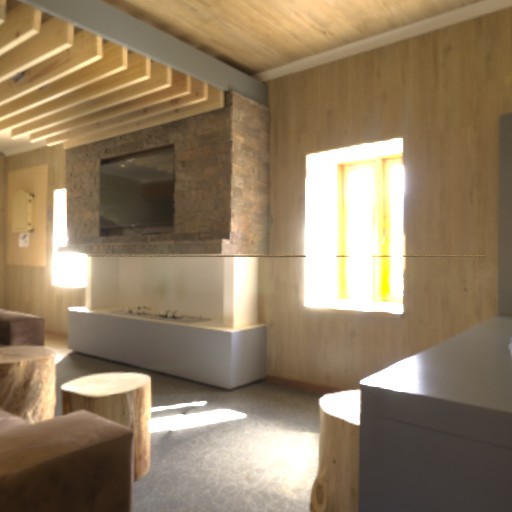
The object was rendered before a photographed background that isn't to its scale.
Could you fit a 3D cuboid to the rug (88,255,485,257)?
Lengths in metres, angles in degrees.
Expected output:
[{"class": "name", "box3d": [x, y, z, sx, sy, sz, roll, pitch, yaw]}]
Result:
[{"class": "rug", "box3d": [0.000, 0.000, 2.355, 1.219, 0.005, 1.828, 0, 0, -37]}]
